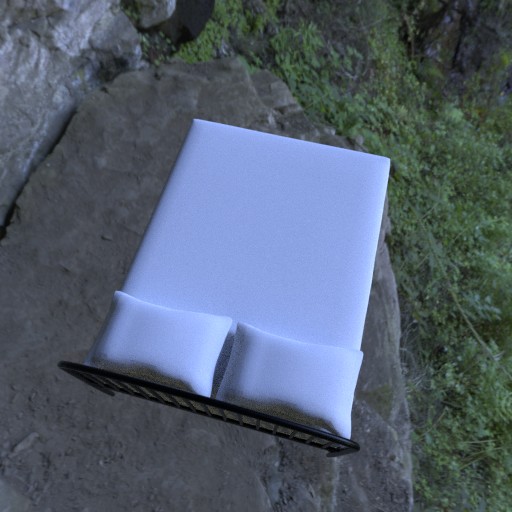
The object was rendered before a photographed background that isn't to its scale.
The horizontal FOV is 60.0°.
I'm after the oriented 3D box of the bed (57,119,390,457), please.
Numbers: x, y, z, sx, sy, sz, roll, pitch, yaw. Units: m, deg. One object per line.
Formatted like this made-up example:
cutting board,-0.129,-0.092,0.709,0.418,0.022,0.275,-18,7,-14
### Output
bed,0.000,0.000,3.034,1.618,1.166,2.159,13,64,6
